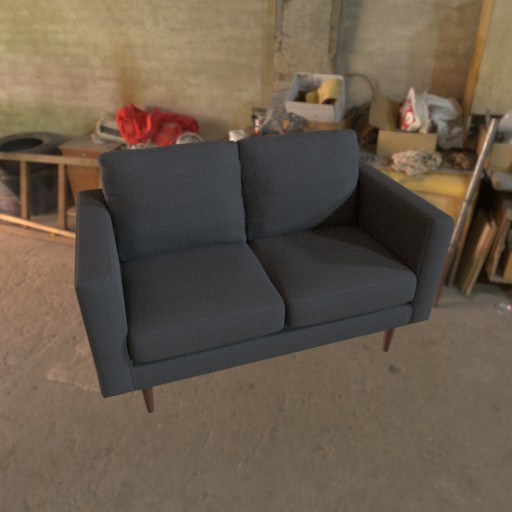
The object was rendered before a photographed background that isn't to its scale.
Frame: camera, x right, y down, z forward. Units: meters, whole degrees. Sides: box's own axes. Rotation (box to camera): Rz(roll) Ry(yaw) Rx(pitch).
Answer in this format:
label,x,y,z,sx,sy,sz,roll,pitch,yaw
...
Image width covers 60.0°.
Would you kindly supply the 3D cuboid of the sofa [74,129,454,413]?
label,x,y,z,sx,sy,sz,roll,pitch,yaw
sofa,0.000,0.000,1.965,1.430,0.908,0.796,-10,33,-16
